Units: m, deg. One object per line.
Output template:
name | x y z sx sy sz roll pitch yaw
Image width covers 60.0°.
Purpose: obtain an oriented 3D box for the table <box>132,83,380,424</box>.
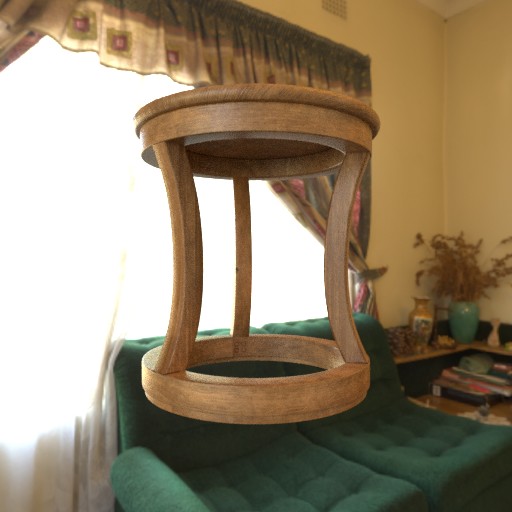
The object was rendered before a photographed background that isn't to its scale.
table | 0.000 0.000 0.800 0.432 0.460 0.432 0 0 0
